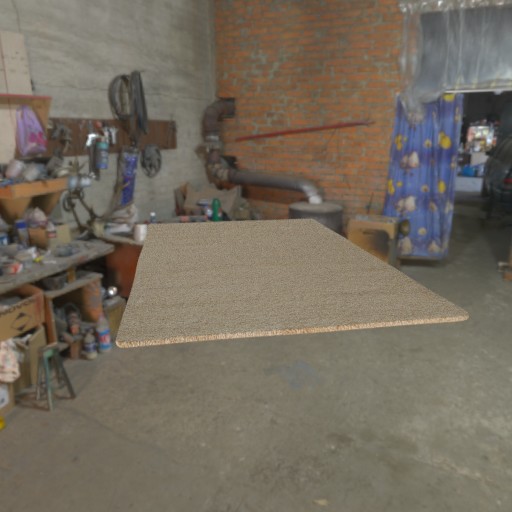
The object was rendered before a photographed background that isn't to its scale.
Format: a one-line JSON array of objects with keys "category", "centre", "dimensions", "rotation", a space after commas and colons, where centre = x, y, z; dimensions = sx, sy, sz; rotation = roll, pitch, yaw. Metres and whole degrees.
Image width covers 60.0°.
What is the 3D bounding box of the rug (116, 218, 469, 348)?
[{"category": "rug", "centre": [0.000, 0.000, 2.910], "dimensions": [1.500, 0.026, 2.349], "rotation": [-3, 16, -10]}]
